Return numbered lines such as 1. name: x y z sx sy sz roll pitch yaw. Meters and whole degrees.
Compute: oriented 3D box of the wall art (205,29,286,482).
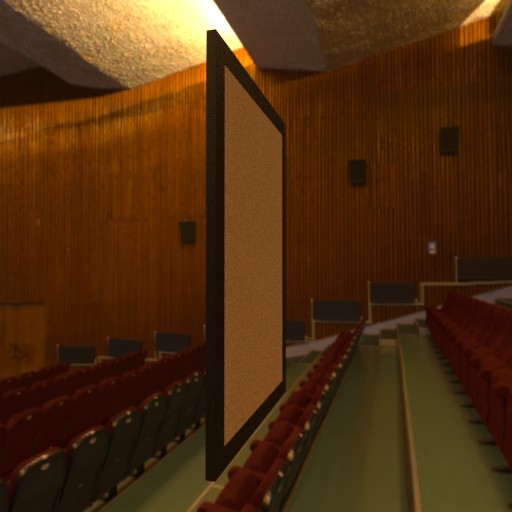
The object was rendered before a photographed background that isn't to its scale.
1. wall art: 0.000 0.000 0.706 0.013 0.534 0.381 0 -1 16
